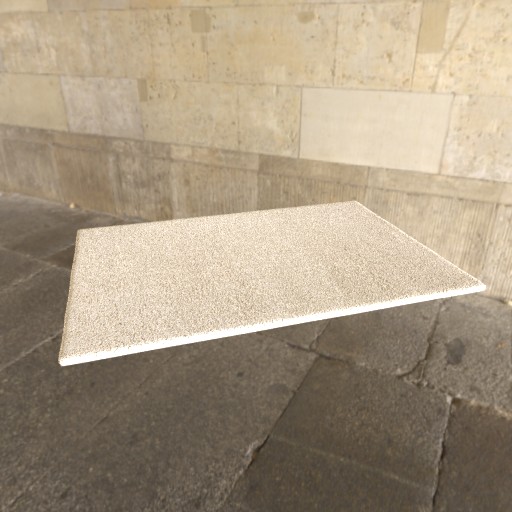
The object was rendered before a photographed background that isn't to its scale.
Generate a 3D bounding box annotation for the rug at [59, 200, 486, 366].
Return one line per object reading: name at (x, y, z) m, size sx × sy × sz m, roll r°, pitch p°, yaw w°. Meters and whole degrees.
rug at (0.000, 0.000, 2.263) m, size 1.778 × 0.030 × 1.219 m, roll -8°, pitch 27°, yaw -15°
